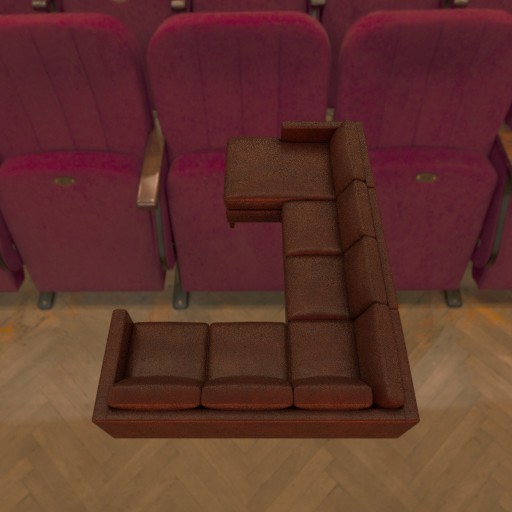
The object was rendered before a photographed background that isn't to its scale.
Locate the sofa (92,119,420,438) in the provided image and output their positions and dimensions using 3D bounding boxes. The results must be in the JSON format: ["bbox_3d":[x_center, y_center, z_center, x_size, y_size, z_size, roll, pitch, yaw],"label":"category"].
[{"bbox_3d":[0.000,0.000,4.432,2.452,0.891,3.324,0,57,0],"label":"sofa"}]
